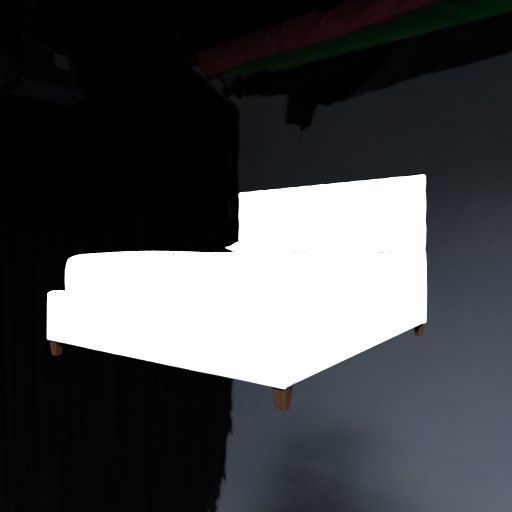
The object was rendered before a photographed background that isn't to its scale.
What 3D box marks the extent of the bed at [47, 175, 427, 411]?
[{"bbox_3d":[0.000,0.000,3.583,2.078,1.427,2.387,0,1,36],"label":"bed"}]
